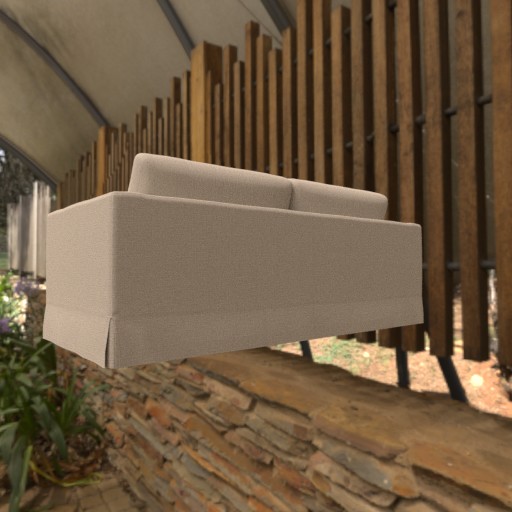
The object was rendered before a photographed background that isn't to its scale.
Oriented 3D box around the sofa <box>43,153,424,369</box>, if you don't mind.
[{"bbox_3d":[0.000,0.000,2.673,2.163,0.881,0.954,1,-2,-39],"label":"sofa"}]
